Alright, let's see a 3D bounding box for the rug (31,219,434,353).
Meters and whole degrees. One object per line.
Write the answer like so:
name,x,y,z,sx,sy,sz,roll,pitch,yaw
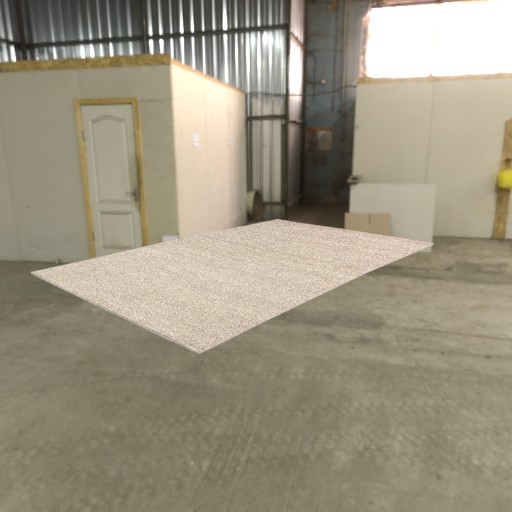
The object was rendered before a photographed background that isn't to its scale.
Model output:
rug,0.000,0.000,2.279,1.154,0.021,1.792,13,20,40
